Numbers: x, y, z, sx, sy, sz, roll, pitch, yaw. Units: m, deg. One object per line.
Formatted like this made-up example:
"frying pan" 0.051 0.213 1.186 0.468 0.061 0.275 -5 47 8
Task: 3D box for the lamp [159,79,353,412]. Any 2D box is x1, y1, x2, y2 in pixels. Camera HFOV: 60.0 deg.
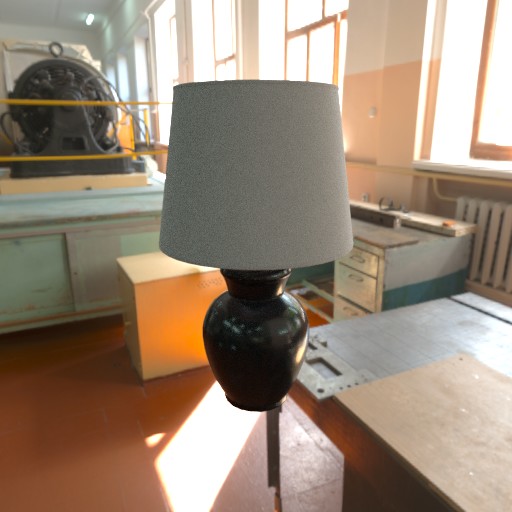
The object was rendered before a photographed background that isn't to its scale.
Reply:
"lamp" 0.000 0.000 0.563 0.239 0.399 0.239 0 16 0
